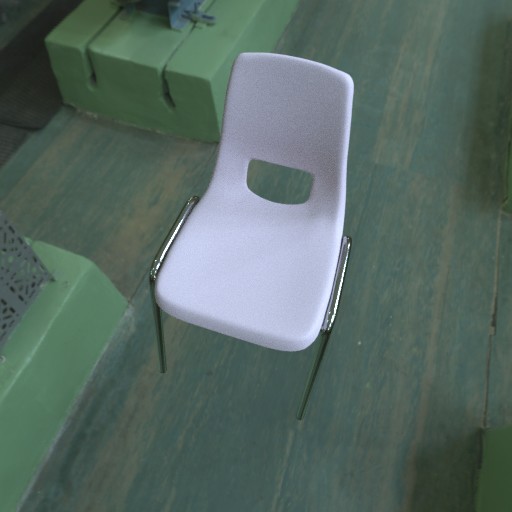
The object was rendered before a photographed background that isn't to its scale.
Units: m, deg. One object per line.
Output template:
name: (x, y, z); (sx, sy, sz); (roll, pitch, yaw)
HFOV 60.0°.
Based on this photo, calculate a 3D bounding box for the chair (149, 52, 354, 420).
chair: (0.000, 0.000, 0.930); (0.381, 0.653, 0.436); (16, 59, 10)
